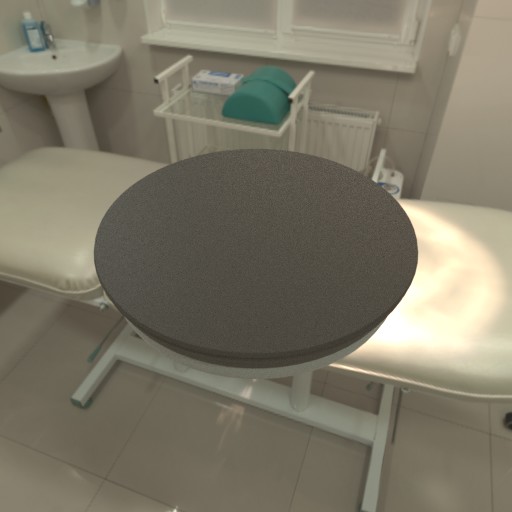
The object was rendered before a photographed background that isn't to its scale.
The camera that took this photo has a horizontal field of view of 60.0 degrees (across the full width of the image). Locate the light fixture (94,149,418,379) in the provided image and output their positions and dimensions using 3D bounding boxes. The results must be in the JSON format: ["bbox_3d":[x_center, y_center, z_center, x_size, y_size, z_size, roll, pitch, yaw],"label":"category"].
[{"bbox_3d":[0.000,0.000,0.552,0.368,0.100,0.368,0,42,0],"label":"light fixture"}]
